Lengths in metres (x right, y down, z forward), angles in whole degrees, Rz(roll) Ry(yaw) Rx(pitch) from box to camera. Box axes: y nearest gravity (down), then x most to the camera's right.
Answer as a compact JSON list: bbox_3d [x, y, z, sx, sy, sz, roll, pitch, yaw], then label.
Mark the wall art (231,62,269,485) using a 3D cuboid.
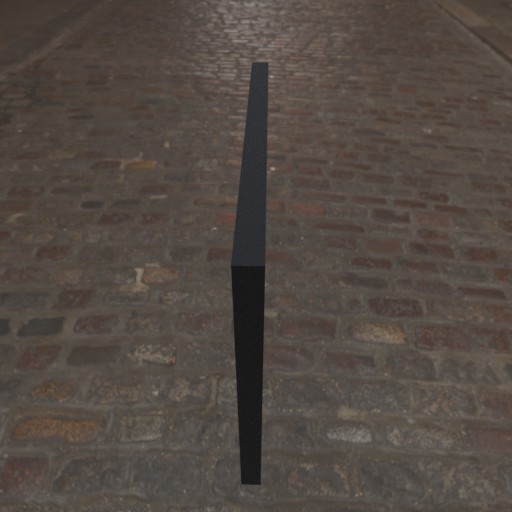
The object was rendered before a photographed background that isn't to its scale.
[{"bbox_3d":[0.000,0.000,0.751,0.031,0.457,0.558,1,41,1],"label":"wall art"}]
